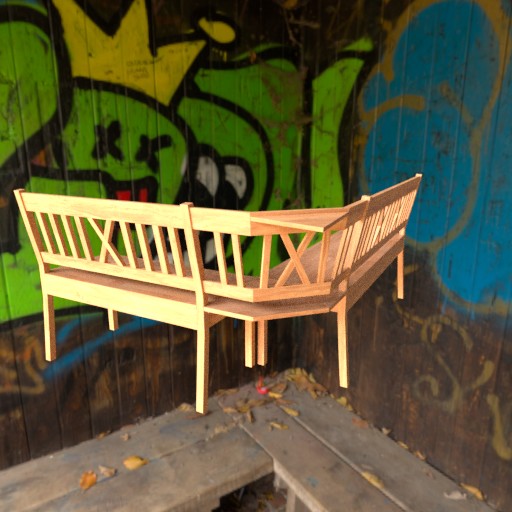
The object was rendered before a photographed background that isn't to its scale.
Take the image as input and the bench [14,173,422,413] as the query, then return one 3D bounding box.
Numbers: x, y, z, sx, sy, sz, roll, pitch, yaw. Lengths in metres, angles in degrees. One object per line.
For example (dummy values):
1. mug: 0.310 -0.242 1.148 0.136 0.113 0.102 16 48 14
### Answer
1. bench: 0.000 0.000 2.665 1.537 0.902 1.937 8 17 27
